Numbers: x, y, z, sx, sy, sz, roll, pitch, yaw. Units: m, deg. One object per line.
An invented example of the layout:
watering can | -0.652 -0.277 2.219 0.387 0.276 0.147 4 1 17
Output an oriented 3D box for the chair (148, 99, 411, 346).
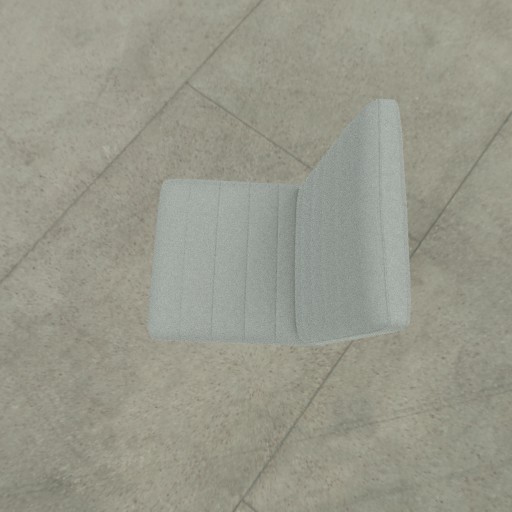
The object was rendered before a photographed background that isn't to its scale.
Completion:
chair | 0.000 0.000 1.352 0.634 0.930 0.520 2 75 0
